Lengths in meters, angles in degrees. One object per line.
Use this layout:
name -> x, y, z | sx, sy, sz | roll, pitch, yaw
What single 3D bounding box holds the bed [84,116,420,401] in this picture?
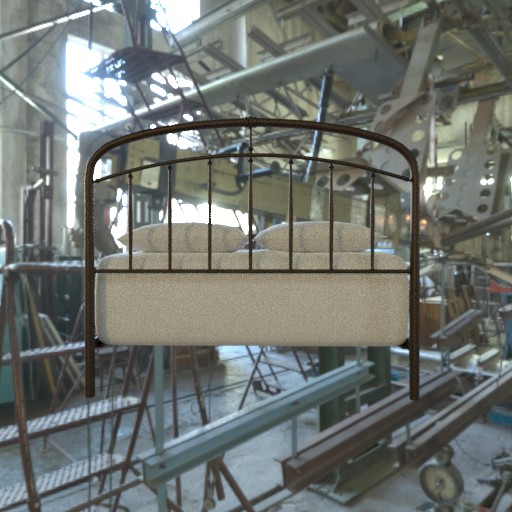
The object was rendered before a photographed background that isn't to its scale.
bed -> 0.000, 0.000, 3.301 | 1.711, 1.425, 2.180 | 0, 0, 1
